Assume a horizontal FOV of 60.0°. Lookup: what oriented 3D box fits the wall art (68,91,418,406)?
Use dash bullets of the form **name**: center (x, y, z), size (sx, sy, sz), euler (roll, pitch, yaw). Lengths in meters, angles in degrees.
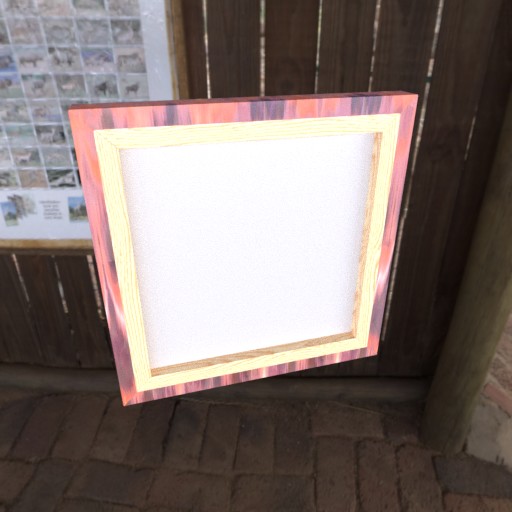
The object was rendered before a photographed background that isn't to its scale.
- **wall art**: center (0.000, 0.000, 0.603), size (0.403, 0.406, 0.038), euler (-8, 28, -14)
